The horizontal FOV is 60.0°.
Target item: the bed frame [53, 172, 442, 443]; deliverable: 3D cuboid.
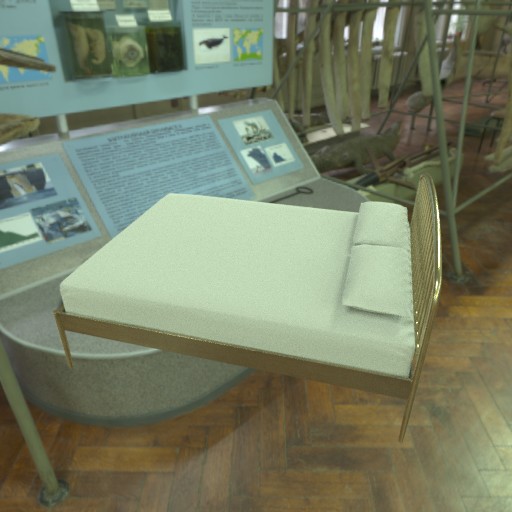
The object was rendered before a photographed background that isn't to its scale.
[{"bbox_3d":[0.000,0.000,3.080,2.152,1.175,1.612,8,31,14],"label":"bed frame"}]
